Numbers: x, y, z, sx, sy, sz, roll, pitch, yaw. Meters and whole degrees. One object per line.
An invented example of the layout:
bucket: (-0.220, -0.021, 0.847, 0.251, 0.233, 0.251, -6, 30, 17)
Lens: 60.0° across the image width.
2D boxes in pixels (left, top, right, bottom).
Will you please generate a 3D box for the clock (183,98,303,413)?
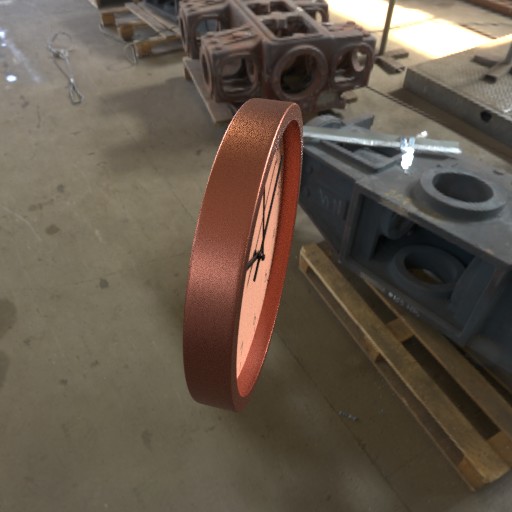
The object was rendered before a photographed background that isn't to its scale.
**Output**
clock: (0.000, 0.000, 0.470, 0.040, 0.313, 0.313, 11, 47, 10)
